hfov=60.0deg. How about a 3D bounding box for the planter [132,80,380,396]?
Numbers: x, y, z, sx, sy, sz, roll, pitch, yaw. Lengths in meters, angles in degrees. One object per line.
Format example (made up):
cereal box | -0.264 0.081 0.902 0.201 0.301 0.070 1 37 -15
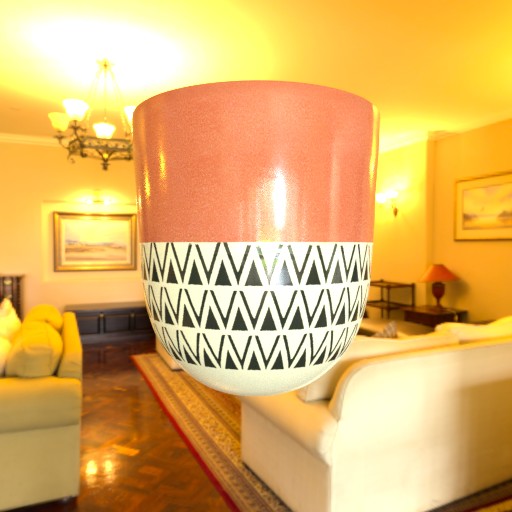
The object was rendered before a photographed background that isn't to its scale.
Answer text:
planter | 0.000 0.000 0.363 0.195 0.214 0.195 0 1 0
